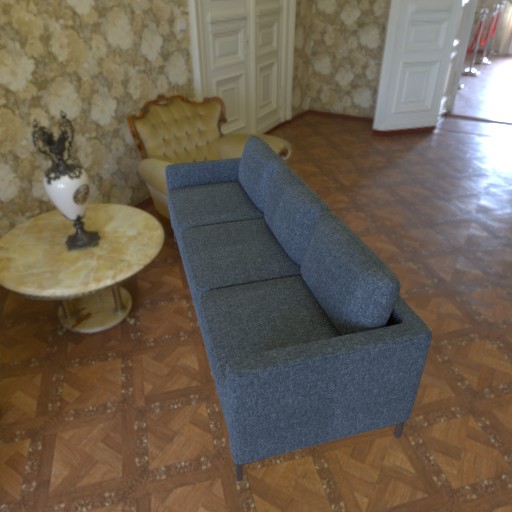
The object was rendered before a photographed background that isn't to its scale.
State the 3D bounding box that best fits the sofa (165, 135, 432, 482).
[{"bbox_3d":[0.000,0.000,2.679,0.859,0.874,2.218,-9,33,-13],"label":"sofa"}]
